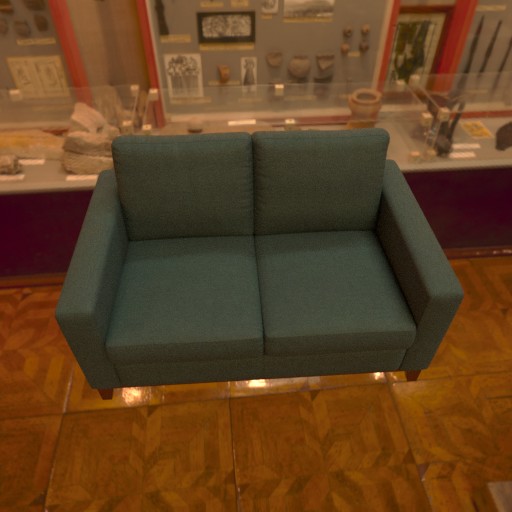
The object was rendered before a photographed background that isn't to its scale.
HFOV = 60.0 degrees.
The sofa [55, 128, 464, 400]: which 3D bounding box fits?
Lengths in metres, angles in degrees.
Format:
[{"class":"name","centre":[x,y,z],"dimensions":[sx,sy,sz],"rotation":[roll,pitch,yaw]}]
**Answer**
[{"class":"sofa","centre":[0.000,0.000,2.025],"dimensions":[1.489,0.903,0.955],"rotation":[-3,45,-3]}]
